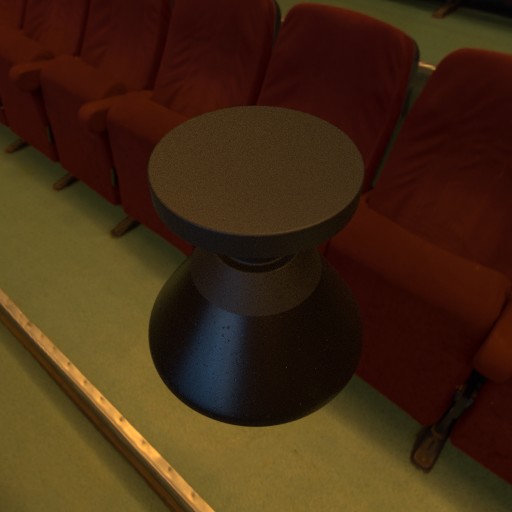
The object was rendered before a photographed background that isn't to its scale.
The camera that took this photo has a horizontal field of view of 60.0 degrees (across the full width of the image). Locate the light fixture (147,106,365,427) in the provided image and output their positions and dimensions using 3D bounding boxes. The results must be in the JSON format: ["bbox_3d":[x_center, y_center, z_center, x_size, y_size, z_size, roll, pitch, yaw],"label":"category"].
[{"bbox_3d":[0.000,0.000,0.352,0.200,0.183,0.200,0,47,0],"label":"light fixture"}]
